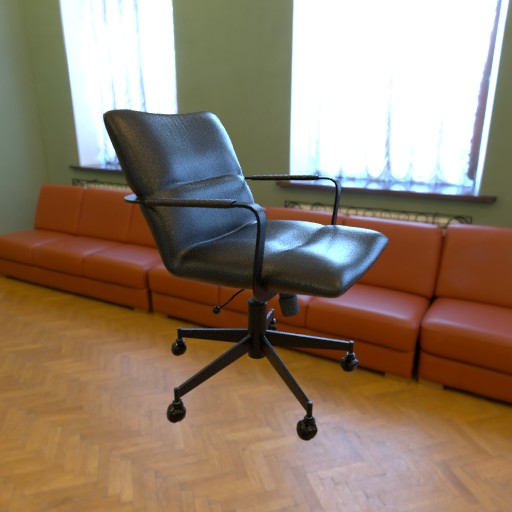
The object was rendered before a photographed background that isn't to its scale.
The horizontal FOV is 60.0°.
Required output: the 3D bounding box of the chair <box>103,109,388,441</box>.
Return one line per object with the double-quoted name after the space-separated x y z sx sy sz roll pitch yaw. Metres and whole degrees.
0.000 0.000 1.464 0.748 0.922 0.719 9 19 27 "chair"
